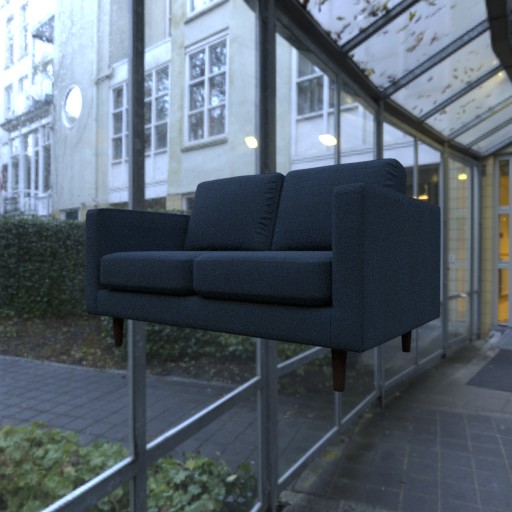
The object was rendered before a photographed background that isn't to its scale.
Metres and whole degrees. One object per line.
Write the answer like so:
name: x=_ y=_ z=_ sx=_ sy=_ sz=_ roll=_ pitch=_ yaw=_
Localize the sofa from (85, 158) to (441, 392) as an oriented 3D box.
sofa: x=0.000 y=0.000 z=2.217 sx=1.518 sy=0.930 sz=0.999 roll=0 pitch=1 yaw=36
